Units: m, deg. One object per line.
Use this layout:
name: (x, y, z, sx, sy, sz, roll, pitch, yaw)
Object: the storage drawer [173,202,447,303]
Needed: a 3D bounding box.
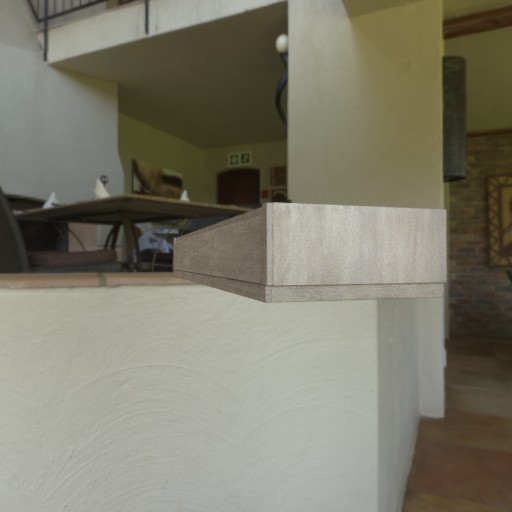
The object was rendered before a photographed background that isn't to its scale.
storage drawer: (0.000, 0.000, 2.277, 0.591, 0.274, 2.072, 0, -1, -17)
